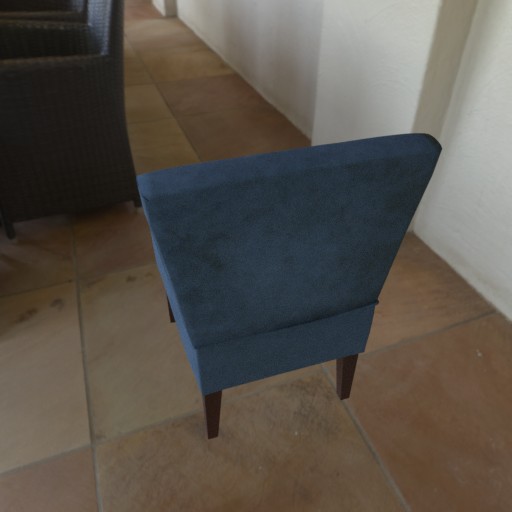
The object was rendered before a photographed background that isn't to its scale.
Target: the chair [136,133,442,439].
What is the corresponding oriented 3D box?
[{"bbox_3d":[0.000,0.000,1.147,0.521,0.806,0.551,-11,41,-13],"label":"chair"}]
